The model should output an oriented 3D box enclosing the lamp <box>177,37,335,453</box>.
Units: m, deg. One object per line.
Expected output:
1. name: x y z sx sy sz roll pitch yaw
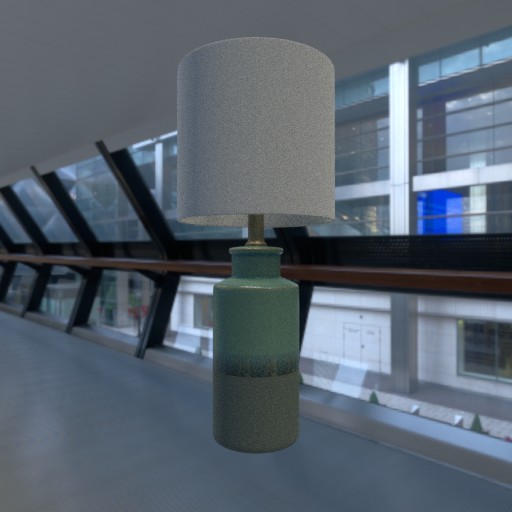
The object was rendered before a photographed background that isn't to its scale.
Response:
1. lamp: 0.000 0.000 0.604 0.212 0.493 0.212 0 0 0
